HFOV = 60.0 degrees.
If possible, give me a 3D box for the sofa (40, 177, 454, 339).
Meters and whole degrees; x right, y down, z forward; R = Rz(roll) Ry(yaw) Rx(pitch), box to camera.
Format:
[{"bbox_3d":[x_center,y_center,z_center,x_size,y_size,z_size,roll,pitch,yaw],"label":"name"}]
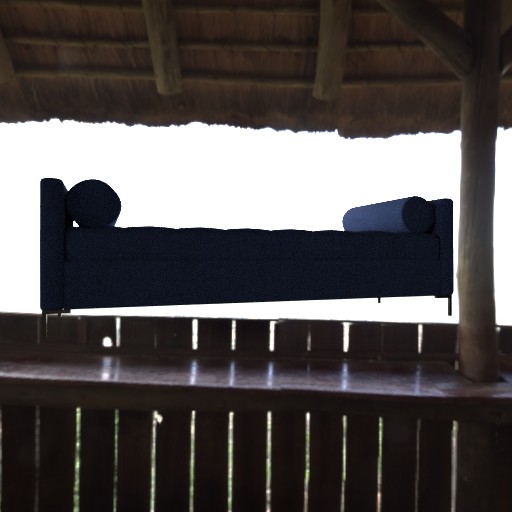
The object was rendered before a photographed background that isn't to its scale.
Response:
[{"bbox_3d":[0.000,0.000,2.328,1.981,0.635,0.686,0,0,-19],"label":"sofa"}]
